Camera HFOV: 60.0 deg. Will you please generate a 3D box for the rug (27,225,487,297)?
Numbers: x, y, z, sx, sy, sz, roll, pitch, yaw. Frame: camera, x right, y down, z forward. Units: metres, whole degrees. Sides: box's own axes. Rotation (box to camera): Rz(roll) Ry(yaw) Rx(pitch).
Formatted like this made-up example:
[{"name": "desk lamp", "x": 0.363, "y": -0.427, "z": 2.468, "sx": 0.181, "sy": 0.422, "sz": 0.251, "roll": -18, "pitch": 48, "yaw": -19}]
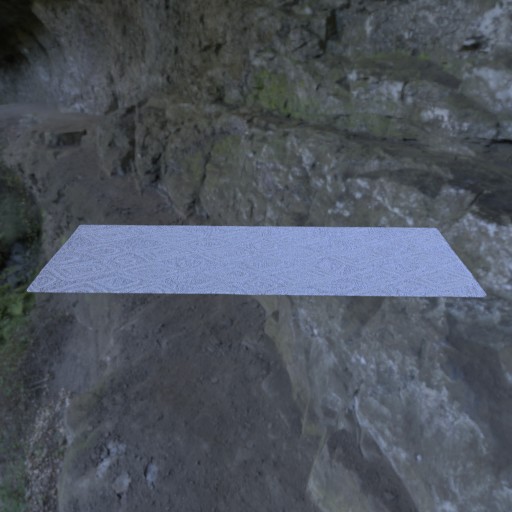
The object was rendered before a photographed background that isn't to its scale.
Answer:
[{"name": "rug", "x": 0.000, "y": 0.000, "z": 2.672, "sx": 2.436, "sy": 0.013, "sz": 0.807, "roll": 1, "pitch": 30, "yaw": 1}]
